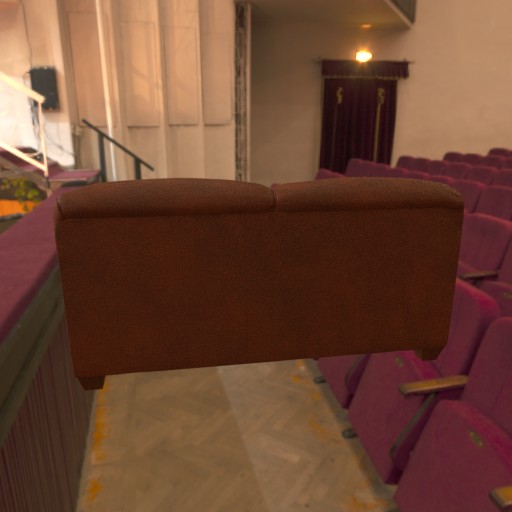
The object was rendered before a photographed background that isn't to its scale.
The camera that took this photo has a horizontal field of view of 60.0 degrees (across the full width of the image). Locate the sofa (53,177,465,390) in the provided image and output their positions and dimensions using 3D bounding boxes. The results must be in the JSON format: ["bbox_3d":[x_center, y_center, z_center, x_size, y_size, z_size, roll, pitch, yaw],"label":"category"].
[{"bbox_3d":[0.000,0.000,2.480,1.856,0.966,1.000,-3,17,-9],"label":"sofa"}]
